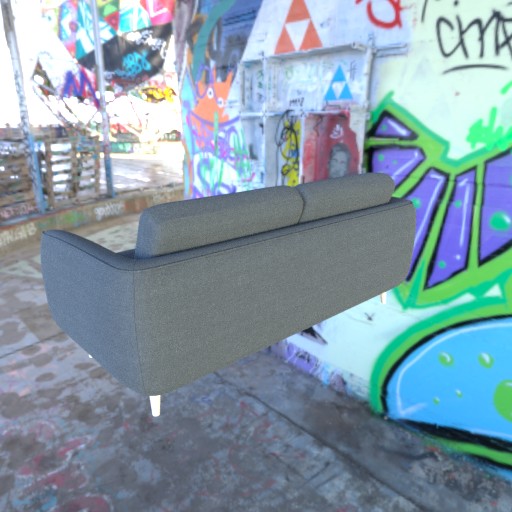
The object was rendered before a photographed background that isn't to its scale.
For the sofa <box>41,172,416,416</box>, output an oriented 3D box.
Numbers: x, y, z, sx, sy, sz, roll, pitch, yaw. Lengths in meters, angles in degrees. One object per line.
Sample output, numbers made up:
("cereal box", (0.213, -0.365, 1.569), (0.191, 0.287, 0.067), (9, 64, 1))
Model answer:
("sofa", (0.000, 0.000, 2.432), (2.000, 0.850, 0.920), (-15, 23, -40))
